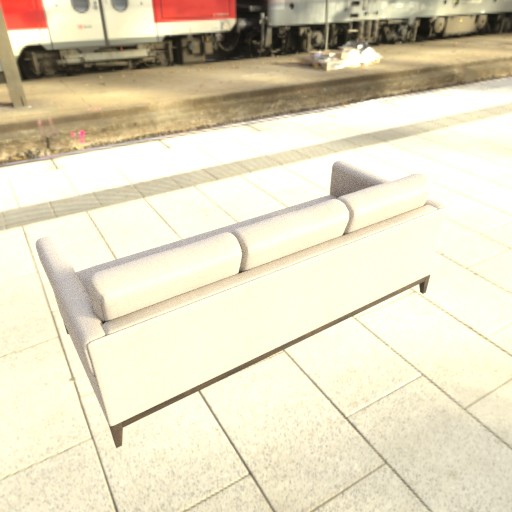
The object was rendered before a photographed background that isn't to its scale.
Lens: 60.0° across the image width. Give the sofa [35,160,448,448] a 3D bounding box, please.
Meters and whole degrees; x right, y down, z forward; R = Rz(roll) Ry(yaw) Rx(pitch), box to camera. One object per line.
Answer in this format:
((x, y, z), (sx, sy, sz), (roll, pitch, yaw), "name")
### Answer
((0.000, 0.000, 2.655), (2.210, 0.838, 0.959), (-19, 37, -27), "sofa")
